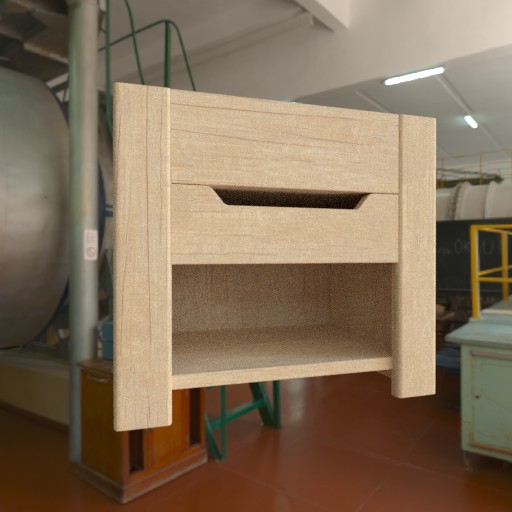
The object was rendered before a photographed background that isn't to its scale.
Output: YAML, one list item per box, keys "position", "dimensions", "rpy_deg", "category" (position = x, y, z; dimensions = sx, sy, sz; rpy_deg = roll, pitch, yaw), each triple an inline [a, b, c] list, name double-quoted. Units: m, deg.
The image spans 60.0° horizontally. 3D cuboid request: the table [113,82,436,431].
- position: [0.000, 0.000, 0.930]
  dimensions: [0.570, 0.510, 0.420]
  rpy_deg: [0, 0, -18]
  category: "table"
